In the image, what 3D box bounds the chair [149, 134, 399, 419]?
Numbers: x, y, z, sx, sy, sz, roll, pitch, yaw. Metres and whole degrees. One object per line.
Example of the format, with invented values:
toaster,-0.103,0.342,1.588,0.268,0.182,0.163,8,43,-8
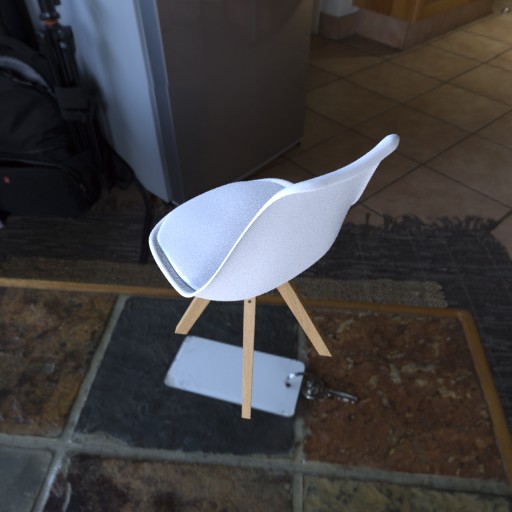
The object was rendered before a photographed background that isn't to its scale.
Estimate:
chair,0.000,0.000,1.159,0.485,0.849,0.550,-30,53,-26
